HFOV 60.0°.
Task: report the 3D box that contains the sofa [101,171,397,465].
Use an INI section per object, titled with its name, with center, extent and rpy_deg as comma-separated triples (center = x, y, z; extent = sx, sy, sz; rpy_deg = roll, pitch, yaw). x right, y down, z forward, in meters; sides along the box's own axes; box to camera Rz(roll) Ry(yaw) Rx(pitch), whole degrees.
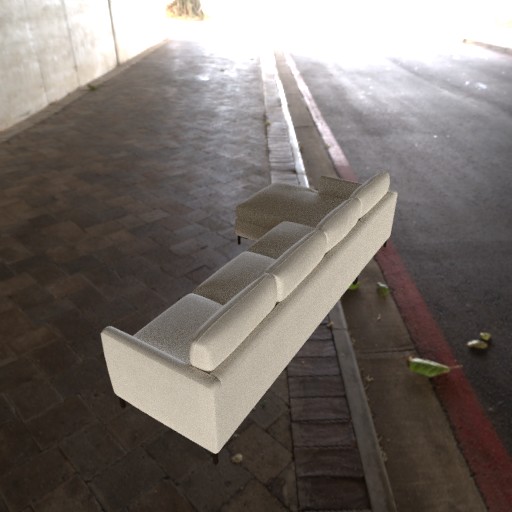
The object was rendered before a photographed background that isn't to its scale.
[sofa]
center = 0.000, 0.000, 3.836
extent = 1.467, 0.875, 3.186
rpy_deg = 18, 35, 27
